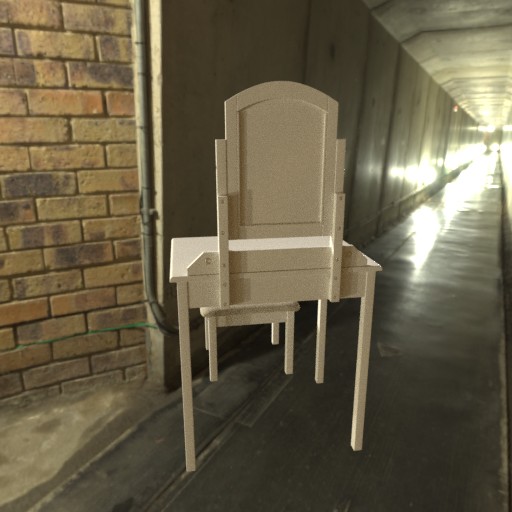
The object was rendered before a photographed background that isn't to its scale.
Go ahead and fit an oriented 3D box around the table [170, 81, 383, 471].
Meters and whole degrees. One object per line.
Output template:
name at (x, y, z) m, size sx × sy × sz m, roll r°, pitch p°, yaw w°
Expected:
table at (0.000, 0.000, 2.357) m, size 0.876 × 1.631 × 1.211 m, roll -3°, pitch 16°, yaw -9°
